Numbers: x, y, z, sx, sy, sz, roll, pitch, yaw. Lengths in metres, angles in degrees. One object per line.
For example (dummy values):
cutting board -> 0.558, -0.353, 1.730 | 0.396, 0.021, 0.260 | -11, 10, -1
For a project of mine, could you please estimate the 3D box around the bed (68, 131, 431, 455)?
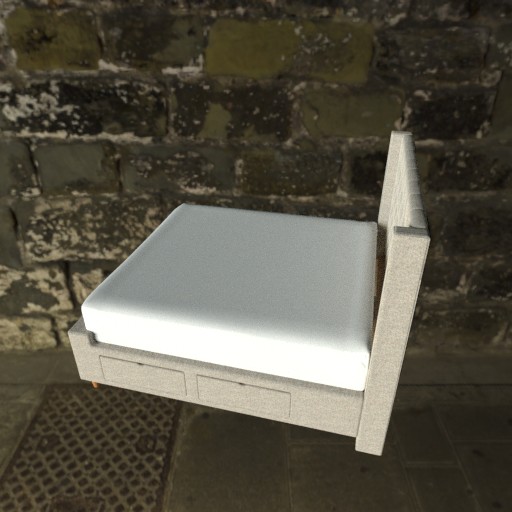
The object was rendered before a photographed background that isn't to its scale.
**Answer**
bed -> 0.000, 0.000, 3.752 | 2.372, 1.748, 2.044 | 7, 31, 12
